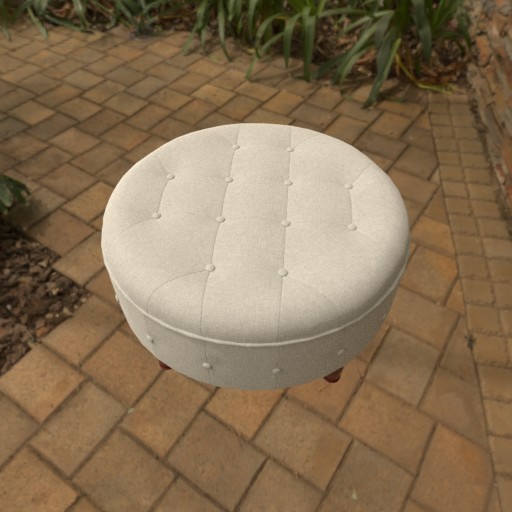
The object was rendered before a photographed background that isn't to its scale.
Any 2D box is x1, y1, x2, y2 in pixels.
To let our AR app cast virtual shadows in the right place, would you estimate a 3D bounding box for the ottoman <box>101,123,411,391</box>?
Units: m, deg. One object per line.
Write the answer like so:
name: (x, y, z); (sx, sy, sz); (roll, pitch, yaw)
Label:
ottoman: (0.000, 0.000, 1.369); (0.850, 0.483, 0.850); (0, 47, 0)
